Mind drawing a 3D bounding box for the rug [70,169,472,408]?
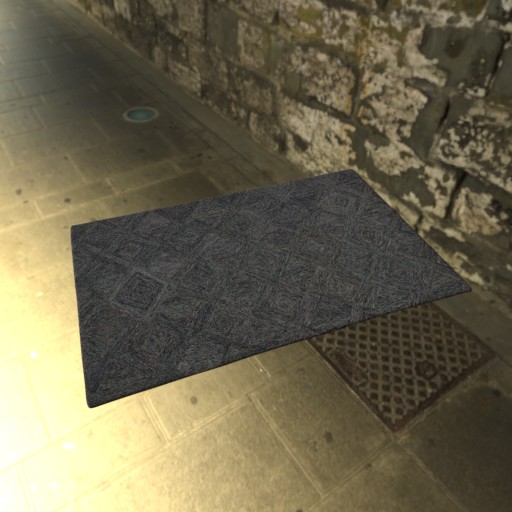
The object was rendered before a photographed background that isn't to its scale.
[{"bbox_3d":[0.000,0.000,2.253,1.752,0.013,1.158,-14,44,-15],"label":"rug"}]
